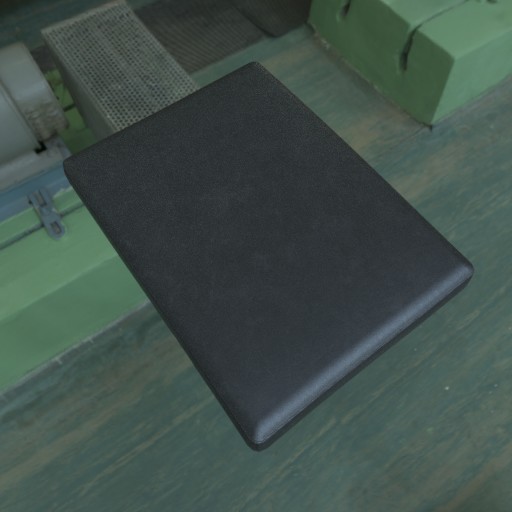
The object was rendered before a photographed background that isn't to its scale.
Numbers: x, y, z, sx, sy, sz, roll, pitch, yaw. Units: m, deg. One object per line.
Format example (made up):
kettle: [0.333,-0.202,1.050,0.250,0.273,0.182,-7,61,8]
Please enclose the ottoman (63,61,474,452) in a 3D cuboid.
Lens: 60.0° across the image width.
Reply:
ottoman: [0.000,0.000,1.178,0.590,0.498,0.795,-34,68,-15]
